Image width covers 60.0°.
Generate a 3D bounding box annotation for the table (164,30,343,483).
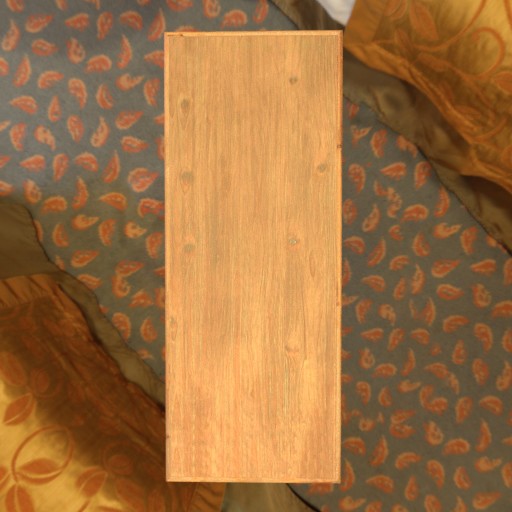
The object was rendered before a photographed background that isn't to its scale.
[{"bbox_3d":[0.000,0.000,1.738,0.522,0.873,1.330,0,91,1],"label":"table"}]
